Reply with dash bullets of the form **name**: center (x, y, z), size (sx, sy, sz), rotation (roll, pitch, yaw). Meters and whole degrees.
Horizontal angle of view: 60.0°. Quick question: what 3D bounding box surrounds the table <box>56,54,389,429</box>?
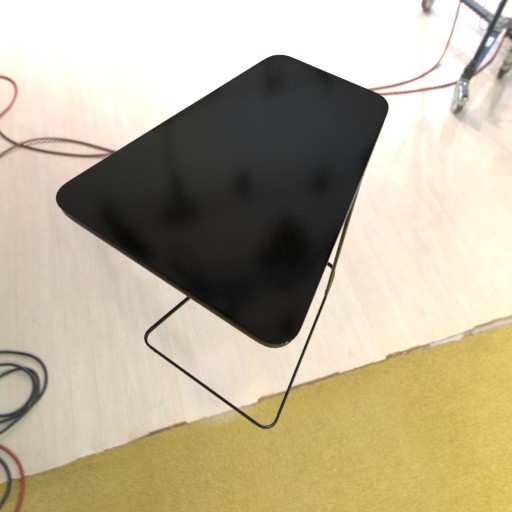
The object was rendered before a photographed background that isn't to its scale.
- **table**: center (0.000, 0.000, 0.981), size (0.427, 0.624, 0.500), rotation (31, 64, 17)
